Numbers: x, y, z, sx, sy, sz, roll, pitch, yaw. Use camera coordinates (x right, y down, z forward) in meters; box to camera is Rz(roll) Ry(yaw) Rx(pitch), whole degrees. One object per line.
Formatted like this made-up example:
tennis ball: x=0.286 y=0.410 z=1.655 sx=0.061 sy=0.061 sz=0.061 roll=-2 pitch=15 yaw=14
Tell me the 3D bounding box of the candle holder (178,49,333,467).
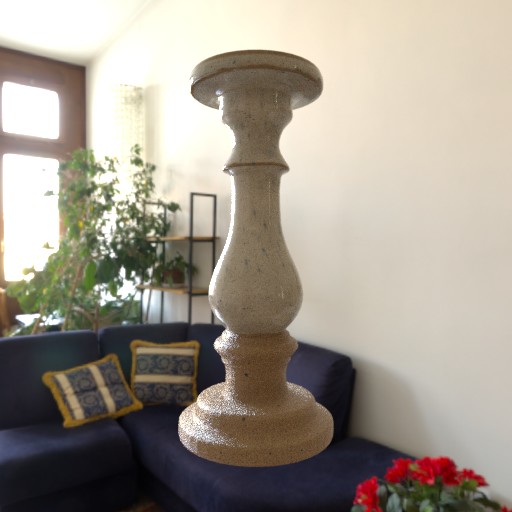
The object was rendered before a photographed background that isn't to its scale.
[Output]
candle holder: x=0.000 y=0.000 z=0.253 sx=0.088 sy=0.203 sz=0.088 roll=0 pitch=1 yaw=0
